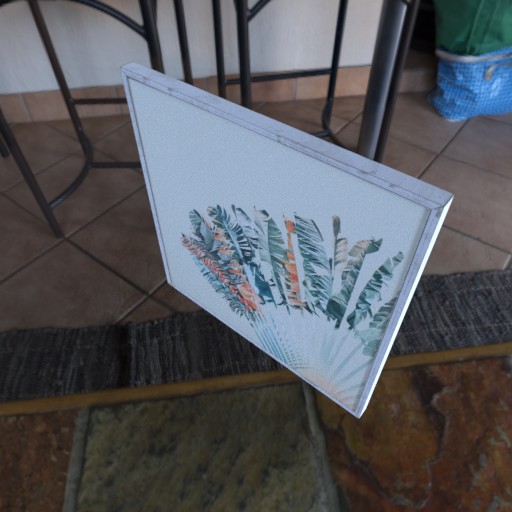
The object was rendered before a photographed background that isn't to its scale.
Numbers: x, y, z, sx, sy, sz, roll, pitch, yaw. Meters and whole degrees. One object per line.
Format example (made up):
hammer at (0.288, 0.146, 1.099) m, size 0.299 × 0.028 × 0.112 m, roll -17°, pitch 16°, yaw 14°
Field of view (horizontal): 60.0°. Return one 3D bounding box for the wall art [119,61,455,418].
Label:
wall art at (0.000, 0.000, 1.114) m, size 0.760 × 0.757 × 0.038 m, roll 31°, pitch 54°, yaw 26°
